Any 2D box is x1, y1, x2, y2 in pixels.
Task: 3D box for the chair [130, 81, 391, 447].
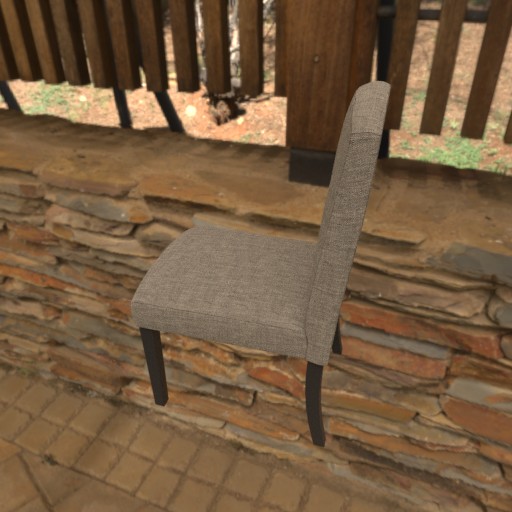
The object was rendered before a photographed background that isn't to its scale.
[{"bbox_3d":[0.000,0.000,1.222,0.580,0.917,0.451,9,32,14],"label":"chair"}]
